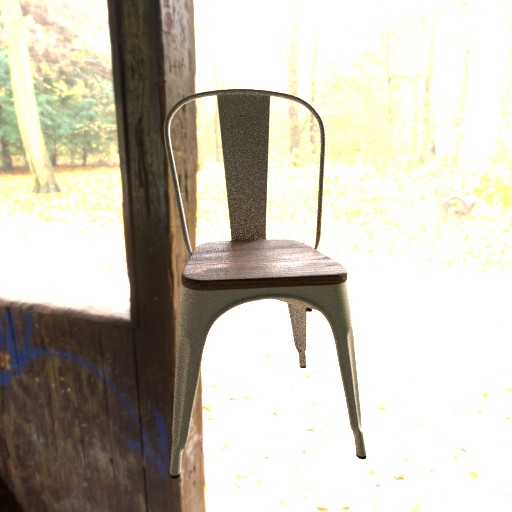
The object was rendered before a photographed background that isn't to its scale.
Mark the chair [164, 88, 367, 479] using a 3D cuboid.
[{"bbox_3d":[0.000,0.000,1.131,0.452,0.851,0.521,-2,15,-8],"label":"chair"}]
